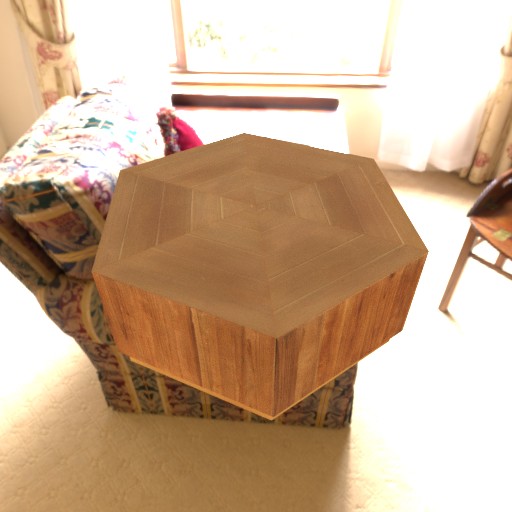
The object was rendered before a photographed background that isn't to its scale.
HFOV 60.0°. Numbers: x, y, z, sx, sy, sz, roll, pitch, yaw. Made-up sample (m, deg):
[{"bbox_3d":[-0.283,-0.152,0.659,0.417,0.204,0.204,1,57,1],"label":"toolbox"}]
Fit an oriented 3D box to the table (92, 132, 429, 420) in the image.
[{"bbox_3d":[0.000,0.000,1.671,1.154,0.456,1.000,-25,46,-26],"label":"table"}]
